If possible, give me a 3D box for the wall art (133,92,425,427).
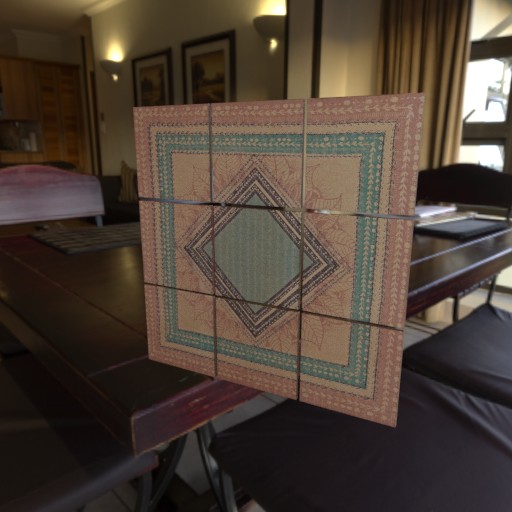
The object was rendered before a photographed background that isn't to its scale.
[{"bbox_3d":[0.000,0.000,1.382,0.915,0.914,0.013,7,16,27],"label":"wall art"}]
